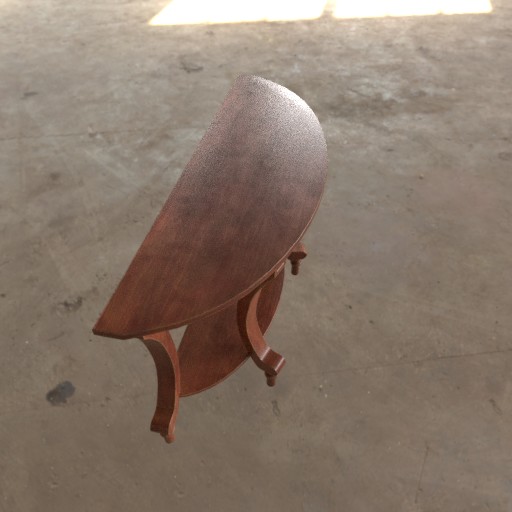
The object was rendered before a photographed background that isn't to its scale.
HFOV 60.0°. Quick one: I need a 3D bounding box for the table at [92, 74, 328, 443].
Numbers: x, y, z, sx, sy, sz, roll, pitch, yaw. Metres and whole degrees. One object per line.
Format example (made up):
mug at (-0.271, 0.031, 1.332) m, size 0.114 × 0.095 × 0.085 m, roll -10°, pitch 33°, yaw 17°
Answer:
table at (0.000, 0.000, 1.497) m, size 0.394 × 0.699 × 1.198 m, roll 9°, pitch 46°, yaw 9°
